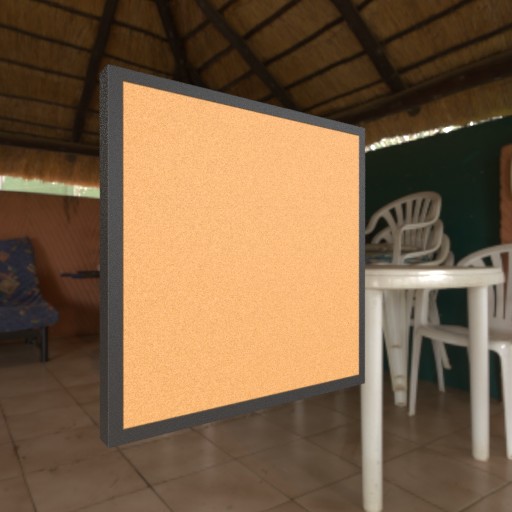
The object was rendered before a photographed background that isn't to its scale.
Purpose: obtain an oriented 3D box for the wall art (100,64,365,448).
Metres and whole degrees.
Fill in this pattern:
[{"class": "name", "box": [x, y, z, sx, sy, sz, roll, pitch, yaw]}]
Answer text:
[{"class": "wall art", "box": [0.000, 0.000, 0.746, 0.506, 0.506, 0.037, 0, 0, -36]}]
